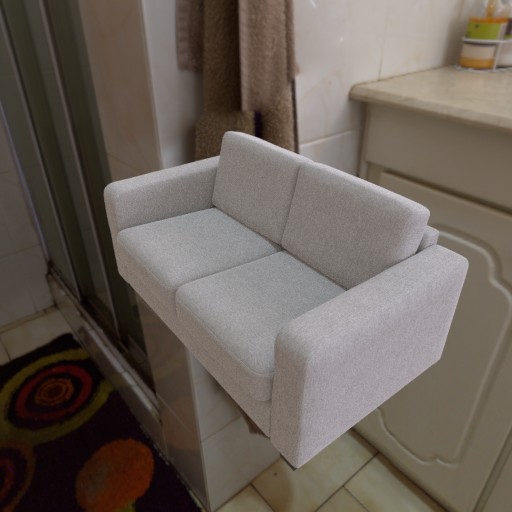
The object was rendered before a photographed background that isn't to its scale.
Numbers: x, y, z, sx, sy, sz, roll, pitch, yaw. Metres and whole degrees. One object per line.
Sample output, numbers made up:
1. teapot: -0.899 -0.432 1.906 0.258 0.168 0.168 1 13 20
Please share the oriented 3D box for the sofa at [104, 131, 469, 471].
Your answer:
1. sofa: 0.000 0.000 2.048 0.900 0.800 1.540 -22 38 -31
